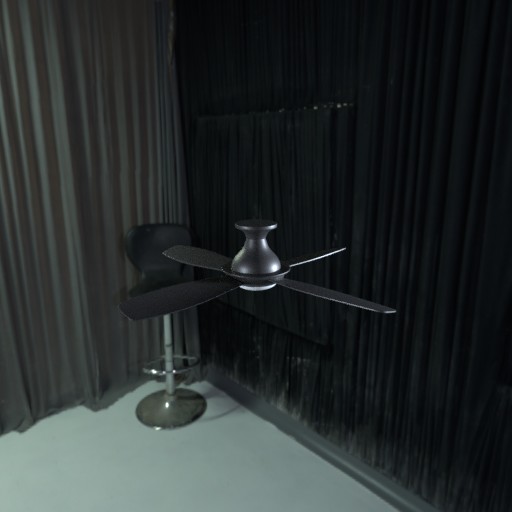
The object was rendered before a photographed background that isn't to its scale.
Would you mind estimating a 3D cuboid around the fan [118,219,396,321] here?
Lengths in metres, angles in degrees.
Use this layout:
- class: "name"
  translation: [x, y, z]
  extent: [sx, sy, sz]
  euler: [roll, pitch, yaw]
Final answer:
- class: "fan"
  translation: [0.000, 0.000, 2.532]
  extent: [1.694, 0.382, 1.694]
  euler: [14, 20, 42]
